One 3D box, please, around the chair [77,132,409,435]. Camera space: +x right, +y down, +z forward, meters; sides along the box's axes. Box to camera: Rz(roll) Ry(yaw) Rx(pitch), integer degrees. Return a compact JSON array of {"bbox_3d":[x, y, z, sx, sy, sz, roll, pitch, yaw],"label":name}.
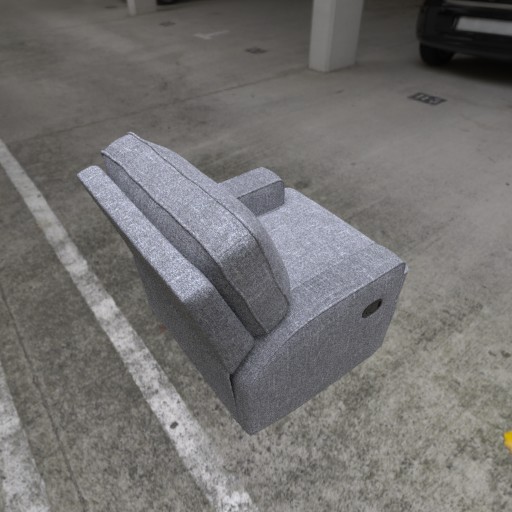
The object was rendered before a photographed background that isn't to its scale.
[{"bbox_3d":[0.000,0.000,1.712,0.964,0.962,0.861,-26,47,-27],"label":"chair"}]
